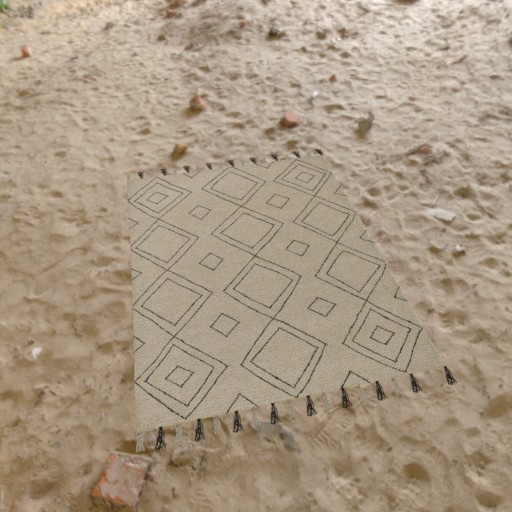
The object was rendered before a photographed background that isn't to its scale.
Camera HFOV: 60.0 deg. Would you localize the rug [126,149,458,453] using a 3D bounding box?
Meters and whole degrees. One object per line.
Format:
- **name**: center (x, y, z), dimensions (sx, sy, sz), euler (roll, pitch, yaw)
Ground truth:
- **rug**: center (0.000, 0.000, 4.193), dimensions (2.342, 0.026, 3.221), euler (-9, 47, -9)
